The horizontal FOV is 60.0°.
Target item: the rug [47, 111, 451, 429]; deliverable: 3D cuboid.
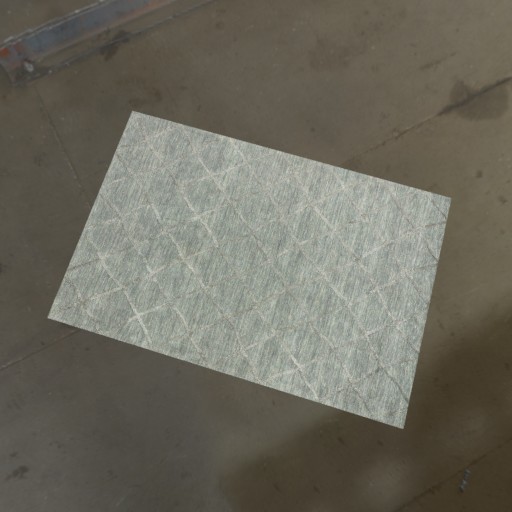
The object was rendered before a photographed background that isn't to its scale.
[{"bbox_3d":[0.000,0.000,2.884,2.283,0.006,1.521,16,77,4],"label":"rug"}]
